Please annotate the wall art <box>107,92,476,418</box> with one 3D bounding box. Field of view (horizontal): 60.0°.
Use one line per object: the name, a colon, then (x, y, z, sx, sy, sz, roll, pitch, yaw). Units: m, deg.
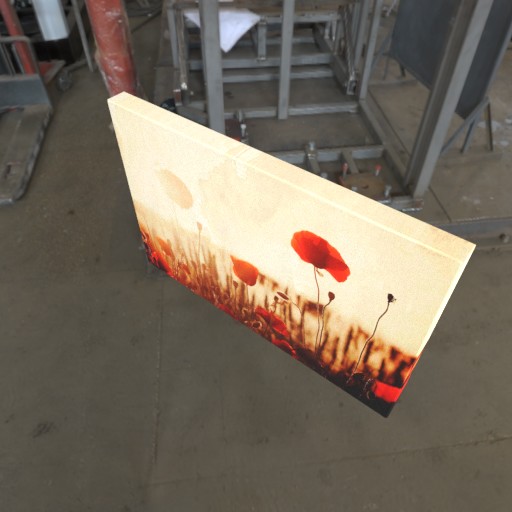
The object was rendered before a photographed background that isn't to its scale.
wall art: (0.000, 0.000, 0.775, 0.613, 0.402, 0.040, 30, 53, 25)
